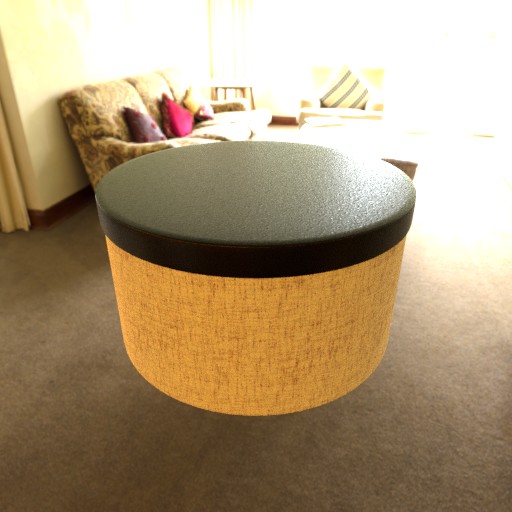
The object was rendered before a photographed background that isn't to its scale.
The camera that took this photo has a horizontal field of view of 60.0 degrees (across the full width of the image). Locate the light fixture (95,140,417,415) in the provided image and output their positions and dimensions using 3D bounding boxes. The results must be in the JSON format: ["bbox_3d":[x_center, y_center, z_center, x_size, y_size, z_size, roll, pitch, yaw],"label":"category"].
[{"bbox_3d":[0.000,0.000,0.616,0.389,0.229,0.389,0,28,0],"label":"light fixture"}]
